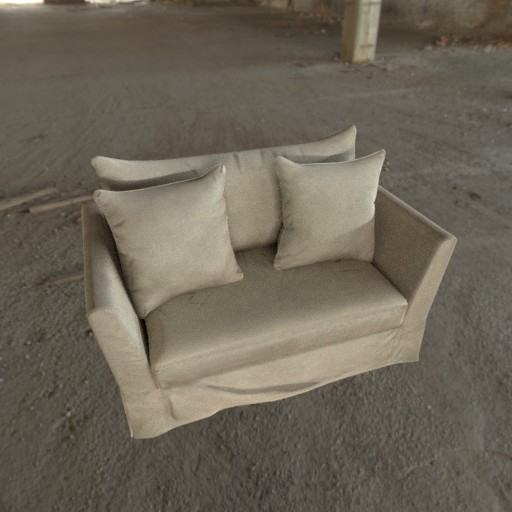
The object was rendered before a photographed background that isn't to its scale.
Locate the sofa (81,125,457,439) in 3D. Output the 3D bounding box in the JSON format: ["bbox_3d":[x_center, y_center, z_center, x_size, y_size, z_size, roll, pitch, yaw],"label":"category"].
[{"bbox_3d":[0.000,0.000,2.278,1.608,1.040,1.035,-11,34,-16],"label":"sofa"}]
